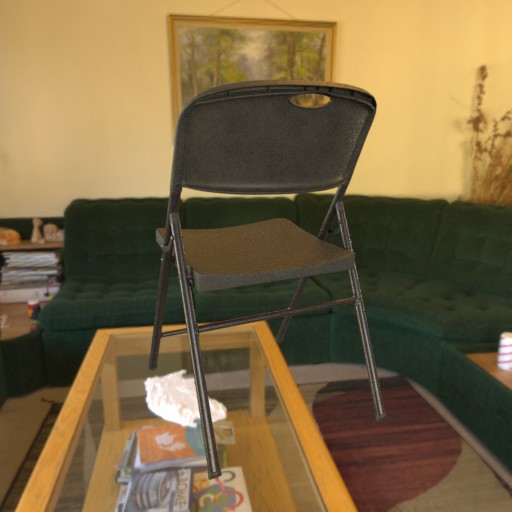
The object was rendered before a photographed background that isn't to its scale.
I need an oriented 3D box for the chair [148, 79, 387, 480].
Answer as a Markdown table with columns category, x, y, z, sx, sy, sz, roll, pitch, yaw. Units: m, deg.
| category | x | y | z | sx | sy | sz | roll | pitch | yaw |
| --- | --- | --- | --- | --- | --- | --- | --- | --- | --- |
| chair | 0.000 | 0.000 | 1.179 | 0.494 | 0.810 | 0.566 | -7 | 16 | -26 |
